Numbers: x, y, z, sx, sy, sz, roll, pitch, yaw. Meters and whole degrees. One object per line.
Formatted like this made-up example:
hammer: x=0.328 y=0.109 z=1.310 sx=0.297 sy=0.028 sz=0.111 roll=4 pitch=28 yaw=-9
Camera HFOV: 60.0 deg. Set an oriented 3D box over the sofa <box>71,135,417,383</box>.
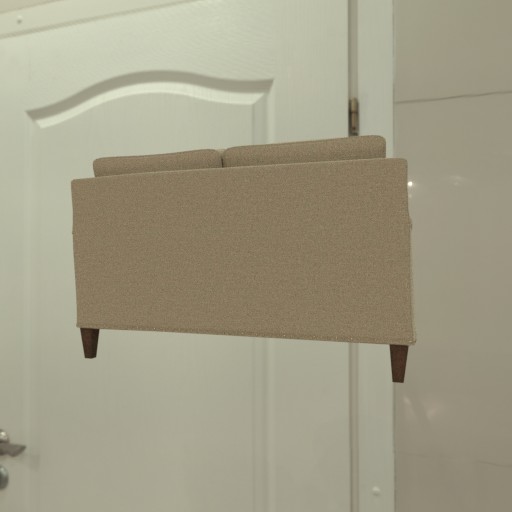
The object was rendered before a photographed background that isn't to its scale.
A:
sofa: x=0.000 y=0.000 z=2.356 sx=1.597 sy=1.003 sz=1.084 roll=0 pitch=-1 yaw=17
